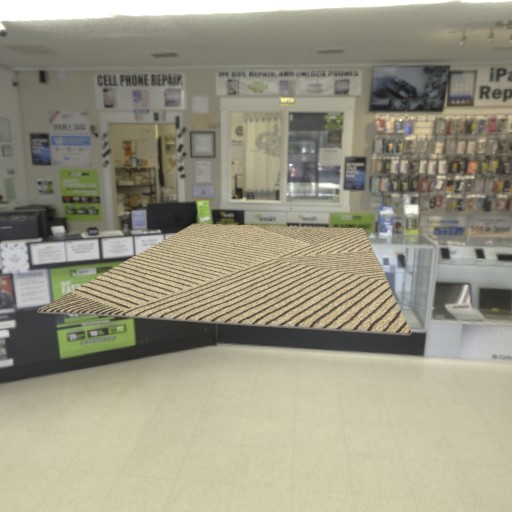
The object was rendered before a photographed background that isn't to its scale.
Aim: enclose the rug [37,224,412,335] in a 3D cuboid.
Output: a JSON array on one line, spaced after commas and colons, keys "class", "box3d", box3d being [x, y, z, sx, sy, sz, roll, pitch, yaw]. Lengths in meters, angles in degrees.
[{"class": "rug", "box3d": [0.000, 0.000, 2.302, 1.237, 0.019, 1.842, 2, 14, 9]}]
